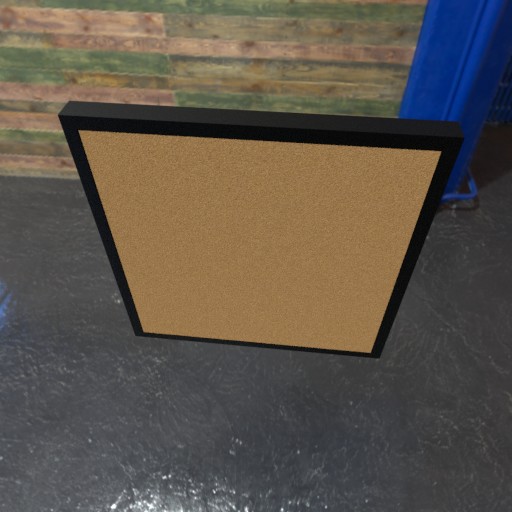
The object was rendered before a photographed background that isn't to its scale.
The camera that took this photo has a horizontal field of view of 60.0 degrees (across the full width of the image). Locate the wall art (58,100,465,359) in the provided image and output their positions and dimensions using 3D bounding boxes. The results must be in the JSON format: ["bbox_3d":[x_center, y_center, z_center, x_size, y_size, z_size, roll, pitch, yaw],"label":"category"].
[{"bbox_3d":[0.000,0.000,0.744,0.506,0.506,0.038,4,47,4],"label":"wall art"}]
